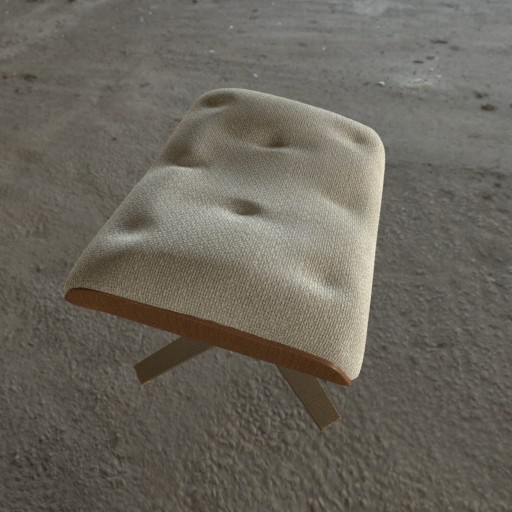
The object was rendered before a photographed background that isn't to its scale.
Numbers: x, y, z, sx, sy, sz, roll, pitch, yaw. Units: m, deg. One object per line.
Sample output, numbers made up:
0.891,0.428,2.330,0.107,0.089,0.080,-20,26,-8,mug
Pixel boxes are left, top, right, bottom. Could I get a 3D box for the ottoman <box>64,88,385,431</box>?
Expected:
0.000,0.000,0.785,0.394,0.391,0.520,11,48,10,ottoman
